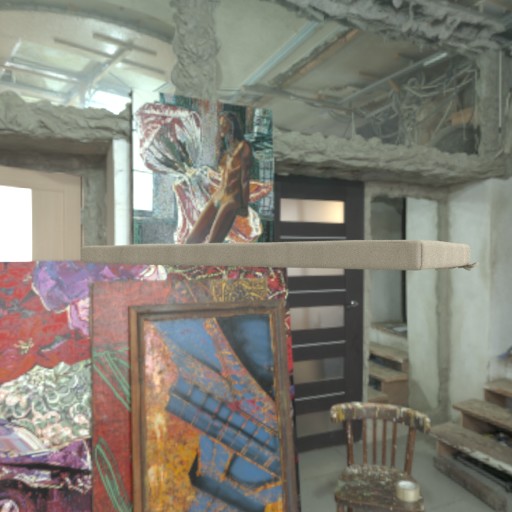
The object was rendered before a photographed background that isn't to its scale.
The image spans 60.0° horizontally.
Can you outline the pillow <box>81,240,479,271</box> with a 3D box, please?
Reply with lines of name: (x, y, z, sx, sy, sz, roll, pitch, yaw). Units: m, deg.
pillow: (0.000, 0.000, 1.369, 1.187, 0.081, 0.492, 0, 0, 36)
